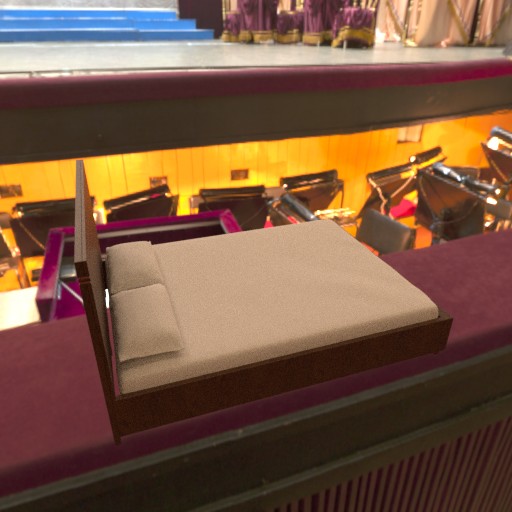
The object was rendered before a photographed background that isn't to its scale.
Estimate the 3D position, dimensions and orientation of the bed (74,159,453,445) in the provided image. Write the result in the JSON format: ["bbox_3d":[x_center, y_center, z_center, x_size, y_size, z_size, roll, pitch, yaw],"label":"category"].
[{"bbox_3d":[0.000,0.000,3.172,2.221,1.169,1.613,-10,30,-17],"label":"bed"}]
